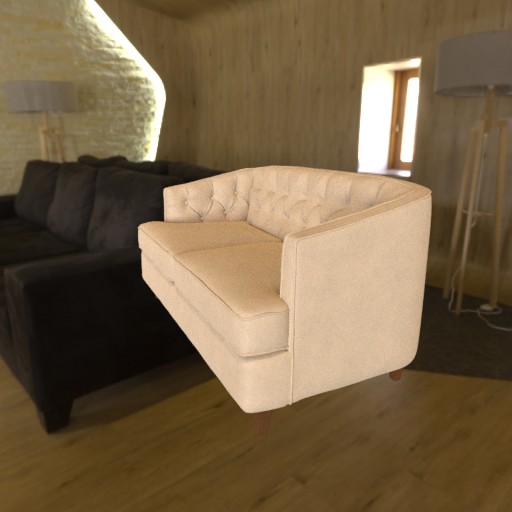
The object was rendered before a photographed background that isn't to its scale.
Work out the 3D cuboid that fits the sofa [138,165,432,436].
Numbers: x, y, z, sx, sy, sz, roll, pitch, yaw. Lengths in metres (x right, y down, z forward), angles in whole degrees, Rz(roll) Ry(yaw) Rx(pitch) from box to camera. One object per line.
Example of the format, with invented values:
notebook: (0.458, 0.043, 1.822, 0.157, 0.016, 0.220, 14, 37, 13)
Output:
sofa: (0.000, 0.000, 2.344, 0.940, 0.878, 1.731, -7, 16, -24)
